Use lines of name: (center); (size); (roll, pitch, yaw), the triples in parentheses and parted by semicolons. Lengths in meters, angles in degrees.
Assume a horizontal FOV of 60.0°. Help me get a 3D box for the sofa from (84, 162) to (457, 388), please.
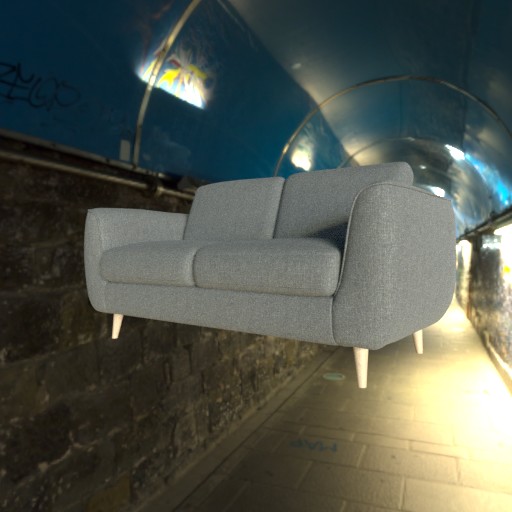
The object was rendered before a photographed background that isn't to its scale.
sofa: (0.000, 0.000, 2.164); (1.700, 0.870, 0.920); (1, 1, 37)
